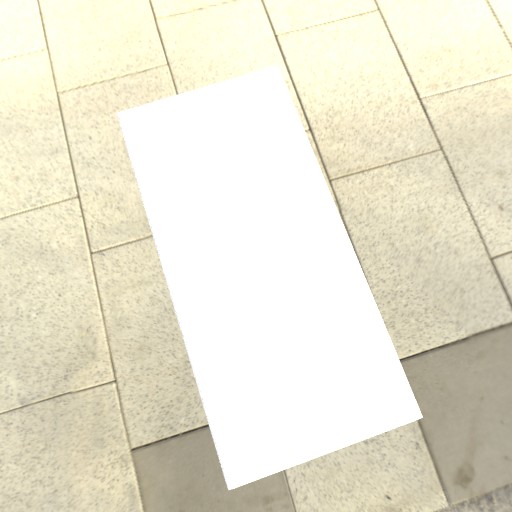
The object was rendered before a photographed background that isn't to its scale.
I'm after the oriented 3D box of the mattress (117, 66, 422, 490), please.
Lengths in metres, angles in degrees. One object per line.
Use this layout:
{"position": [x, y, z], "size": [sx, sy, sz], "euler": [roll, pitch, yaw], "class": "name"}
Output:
{"position": [0.000, 0.000, 2.205], "size": [0.900, 0.200, 1.900], "euler": [-18, 76, -5], "class": "mattress"}
